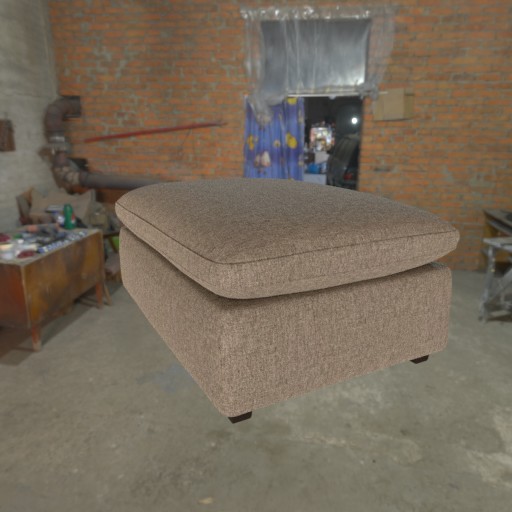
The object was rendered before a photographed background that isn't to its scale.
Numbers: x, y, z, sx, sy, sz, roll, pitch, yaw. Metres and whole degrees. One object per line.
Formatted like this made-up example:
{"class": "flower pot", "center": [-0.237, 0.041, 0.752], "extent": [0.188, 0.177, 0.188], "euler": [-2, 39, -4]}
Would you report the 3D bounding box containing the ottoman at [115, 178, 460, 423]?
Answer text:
{"class": "ottoman", "center": [0.000, 0.000, 1.380], "extent": [0.694, 0.451, 0.977], "euler": [-8, 17, -27]}
